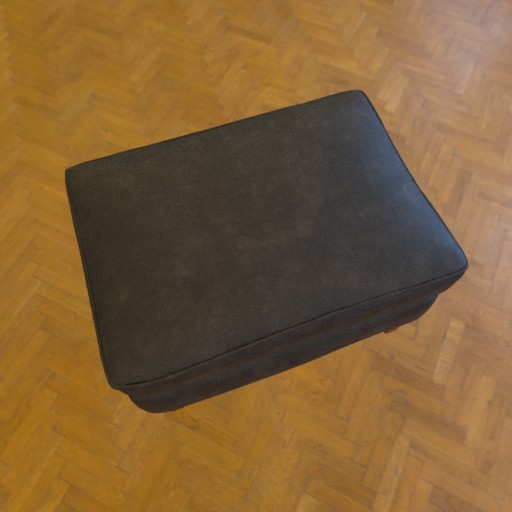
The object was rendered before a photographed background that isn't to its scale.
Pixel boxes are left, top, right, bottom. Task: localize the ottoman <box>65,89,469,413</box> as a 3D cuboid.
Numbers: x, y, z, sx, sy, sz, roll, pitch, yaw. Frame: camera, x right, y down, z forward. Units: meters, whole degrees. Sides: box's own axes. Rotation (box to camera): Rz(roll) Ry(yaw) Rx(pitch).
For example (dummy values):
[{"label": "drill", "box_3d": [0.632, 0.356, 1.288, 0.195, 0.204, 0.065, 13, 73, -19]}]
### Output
[{"label": "ottoman", "box_3d": [0.000, 0.000, 0.977, 0.665, 0.413, 0.501, -18, 66, -8]}]
